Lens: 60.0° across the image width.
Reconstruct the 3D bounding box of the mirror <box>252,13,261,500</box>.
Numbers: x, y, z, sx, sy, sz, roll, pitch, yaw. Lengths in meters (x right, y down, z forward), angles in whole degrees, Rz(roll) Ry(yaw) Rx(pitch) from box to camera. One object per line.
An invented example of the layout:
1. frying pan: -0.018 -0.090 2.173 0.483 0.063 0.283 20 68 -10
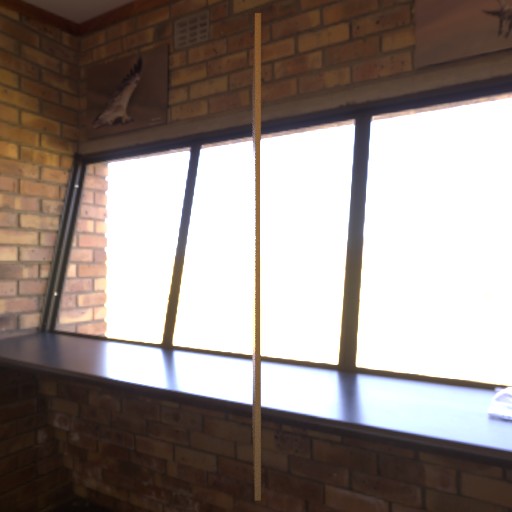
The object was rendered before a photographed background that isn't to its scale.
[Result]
1. mirror: 0.000 0.000 2.253 0.025 2.031 0.812 0 -1 -1
